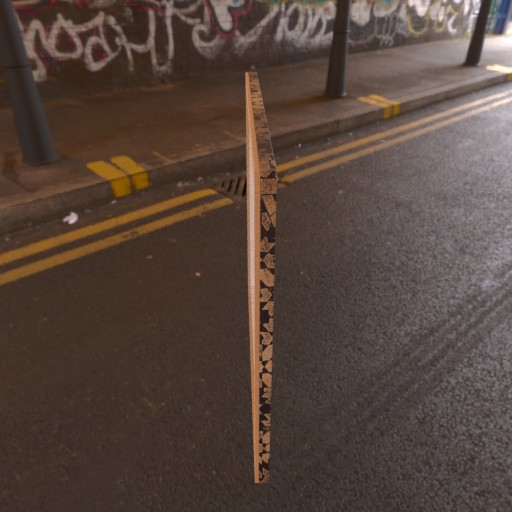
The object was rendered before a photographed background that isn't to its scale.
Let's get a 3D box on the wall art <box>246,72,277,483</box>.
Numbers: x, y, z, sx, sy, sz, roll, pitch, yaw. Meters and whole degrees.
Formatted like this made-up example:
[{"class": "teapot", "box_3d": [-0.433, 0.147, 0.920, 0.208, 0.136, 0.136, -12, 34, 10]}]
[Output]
[{"class": "wall art", "box_3d": [0.000, 0.000, 1.372, 0.038, 0.914, 0.914, -1, 32, -2]}]
